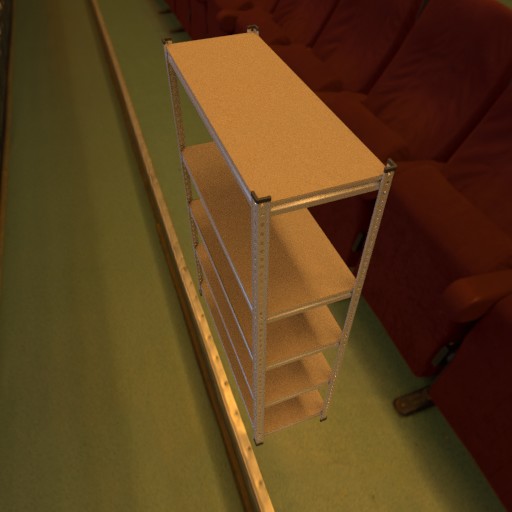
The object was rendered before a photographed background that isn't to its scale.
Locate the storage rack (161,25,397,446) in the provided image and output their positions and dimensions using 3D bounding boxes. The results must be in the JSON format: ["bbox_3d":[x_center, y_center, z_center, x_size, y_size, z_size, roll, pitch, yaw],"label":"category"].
[{"bbox_3d":[0.000,0.000,2.330,0.457,1.829,1.219,-15,49,-14],"label":"storage rack"}]
